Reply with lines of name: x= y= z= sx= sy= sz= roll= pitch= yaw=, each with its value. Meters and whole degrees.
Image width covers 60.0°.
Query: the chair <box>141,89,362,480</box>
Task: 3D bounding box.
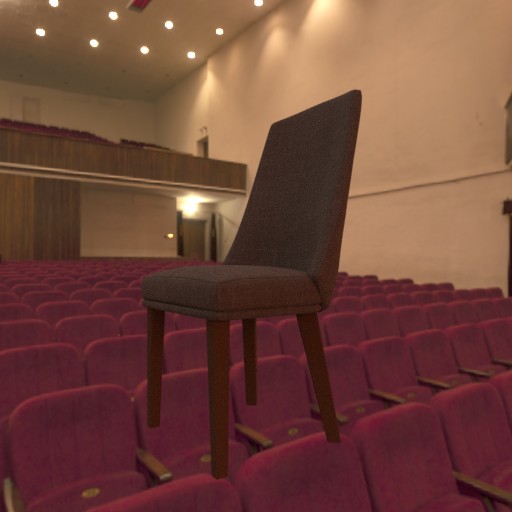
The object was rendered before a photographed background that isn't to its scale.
chair: x=0.000 y=0.000 z=1.355 sx=0.577 sy=1.050 sz=0.510 roll=1 pitch=-1 yaw=-36
